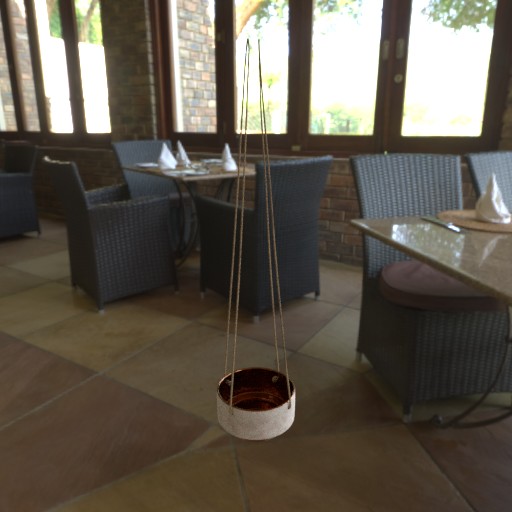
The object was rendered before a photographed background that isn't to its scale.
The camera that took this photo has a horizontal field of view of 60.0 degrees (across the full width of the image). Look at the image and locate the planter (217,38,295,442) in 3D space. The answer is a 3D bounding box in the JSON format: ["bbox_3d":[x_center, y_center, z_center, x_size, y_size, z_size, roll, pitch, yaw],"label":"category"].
[{"bbox_3d":[0.000,0.000,1.152,0.223,1.030,0.223,-2,17,-8],"label":"planter"}]
